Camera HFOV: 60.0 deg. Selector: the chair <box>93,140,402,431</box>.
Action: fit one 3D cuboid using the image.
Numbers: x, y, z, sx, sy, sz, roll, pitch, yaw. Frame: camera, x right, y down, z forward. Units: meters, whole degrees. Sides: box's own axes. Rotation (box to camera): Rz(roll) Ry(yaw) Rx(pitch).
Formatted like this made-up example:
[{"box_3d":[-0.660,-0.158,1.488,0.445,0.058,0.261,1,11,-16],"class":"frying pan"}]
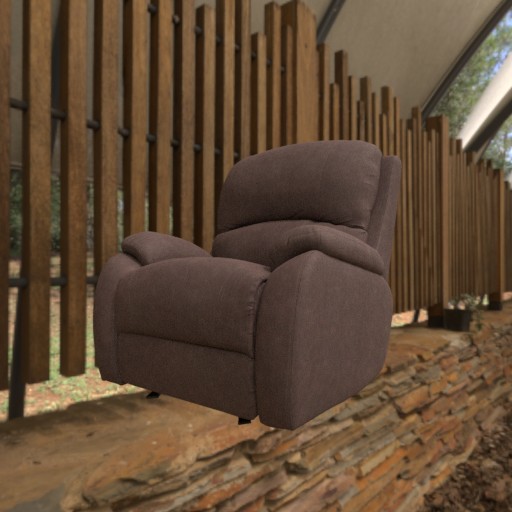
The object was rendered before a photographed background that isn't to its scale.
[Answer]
[{"box_3d":[0.000,0.000,1.742,0.930,1.011,0.899,0,-1,36],"class":"chair"}]
